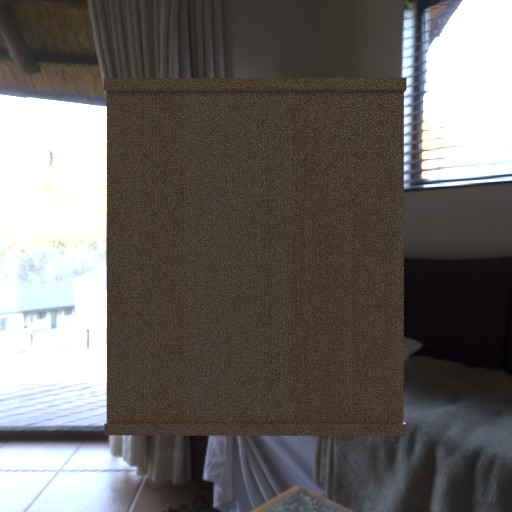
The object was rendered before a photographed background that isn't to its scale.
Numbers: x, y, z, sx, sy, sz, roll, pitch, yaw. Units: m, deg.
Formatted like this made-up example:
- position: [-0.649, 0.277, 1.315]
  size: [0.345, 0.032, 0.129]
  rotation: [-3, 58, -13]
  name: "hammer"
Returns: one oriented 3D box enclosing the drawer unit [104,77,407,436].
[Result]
- position: [0.000, 0.000, 0.600]
  size: [0.290, 0.344, 0.349]
  rotation: [0, 0, 0]
  name: "drawer unit"
